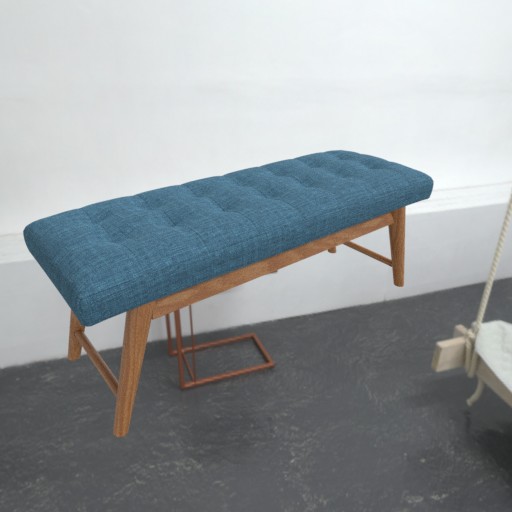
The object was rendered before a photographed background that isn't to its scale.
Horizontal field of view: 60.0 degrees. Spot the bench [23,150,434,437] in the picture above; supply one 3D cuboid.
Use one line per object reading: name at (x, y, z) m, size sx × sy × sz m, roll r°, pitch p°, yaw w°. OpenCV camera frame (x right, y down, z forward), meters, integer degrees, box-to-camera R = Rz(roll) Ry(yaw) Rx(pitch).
bench at (0.000, 0.000, 1.308) m, size 1.118 × 0.432 × 0.406 m, roll -20°, pitch 34°, yaw -33°
